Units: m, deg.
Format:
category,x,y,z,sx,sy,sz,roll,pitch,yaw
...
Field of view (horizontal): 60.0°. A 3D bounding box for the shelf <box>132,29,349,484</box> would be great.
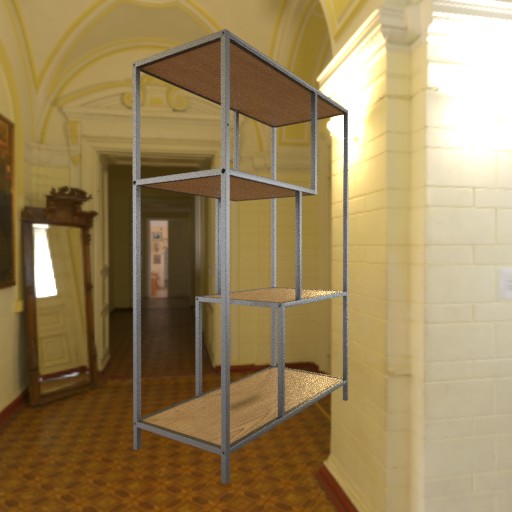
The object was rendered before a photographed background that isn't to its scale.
category,x,y,z,sx,sy,sz,roll,pitch,yaw
shelf,0.000,0.000,1.523,0.350,1.138,0.770,0,1,35
